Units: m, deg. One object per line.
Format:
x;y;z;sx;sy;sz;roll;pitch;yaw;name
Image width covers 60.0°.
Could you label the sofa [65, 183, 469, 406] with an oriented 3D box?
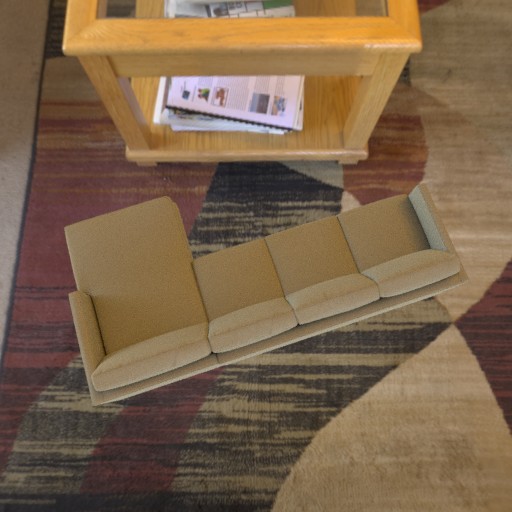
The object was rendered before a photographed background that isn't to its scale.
0.000;0.000;3.944;3.177;0.867;1.622;-18;76;-4;sofa
